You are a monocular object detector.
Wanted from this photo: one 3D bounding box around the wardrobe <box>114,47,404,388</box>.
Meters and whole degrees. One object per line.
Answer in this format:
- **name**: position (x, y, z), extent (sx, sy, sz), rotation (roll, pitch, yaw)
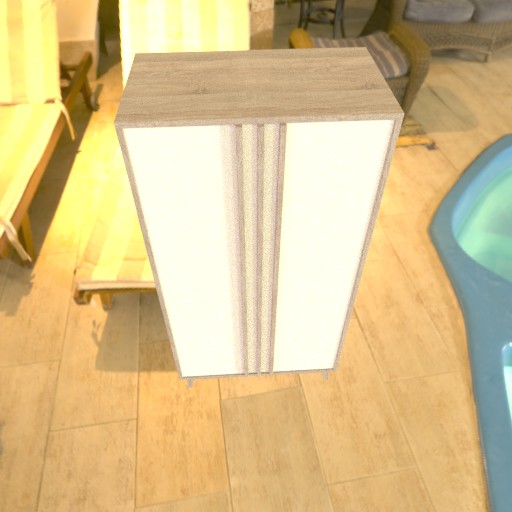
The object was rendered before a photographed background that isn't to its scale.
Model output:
- **wardrobe**: position (0.000, 0.000, 2.422), extent (1.000, 1.960, 0.600), rotation (-3, 46, -2)
